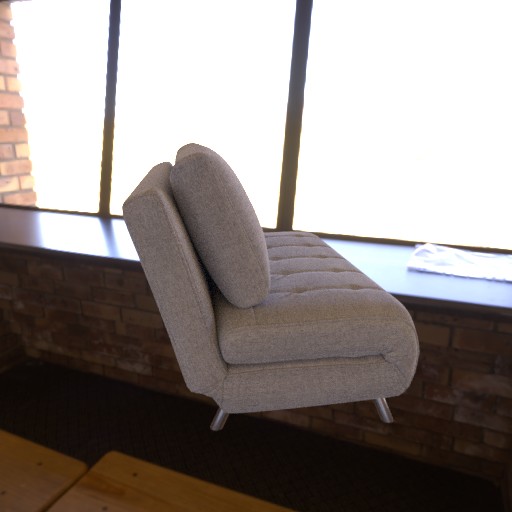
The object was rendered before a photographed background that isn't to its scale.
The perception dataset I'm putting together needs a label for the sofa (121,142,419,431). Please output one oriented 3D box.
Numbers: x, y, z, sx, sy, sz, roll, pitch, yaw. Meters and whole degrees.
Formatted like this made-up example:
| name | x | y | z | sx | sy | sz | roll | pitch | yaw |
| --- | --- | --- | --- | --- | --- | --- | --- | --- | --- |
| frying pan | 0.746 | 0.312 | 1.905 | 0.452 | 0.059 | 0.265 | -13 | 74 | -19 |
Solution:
| name | x | y | z | sx | sy | sz | roll | pitch | yaw |
| --- | --- | --- | --- | --- | --- | --- | --- | --- | --- |
| sofa | 0.000 | 0.000 | 1.882 | 0.910 | 0.910 | 1.220 | -2 | 16 | -9 |
